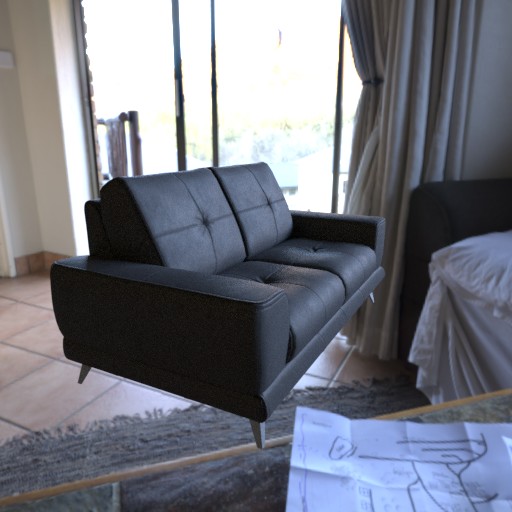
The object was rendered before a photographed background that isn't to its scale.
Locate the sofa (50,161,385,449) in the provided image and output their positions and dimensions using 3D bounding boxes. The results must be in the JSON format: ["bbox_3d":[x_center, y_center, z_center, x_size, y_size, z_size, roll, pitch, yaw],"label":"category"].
[{"bbox_3d":[0.000,0.000,2.346,1.018,0.907,1.806,8,17,27],"label":"sofa"}]
